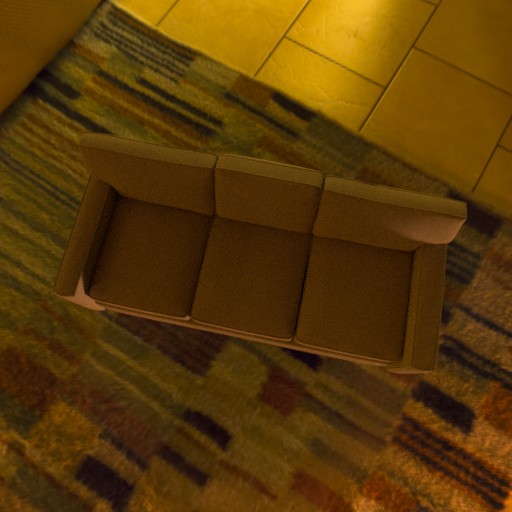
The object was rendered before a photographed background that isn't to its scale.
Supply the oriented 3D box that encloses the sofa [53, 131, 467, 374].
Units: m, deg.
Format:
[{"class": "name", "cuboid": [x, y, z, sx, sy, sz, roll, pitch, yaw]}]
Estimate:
[{"class": "sofa", "cuboid": [0.000, 0.000, 2.581, 2.093, 0.862, 0.936, 11, 75, 3]}]
